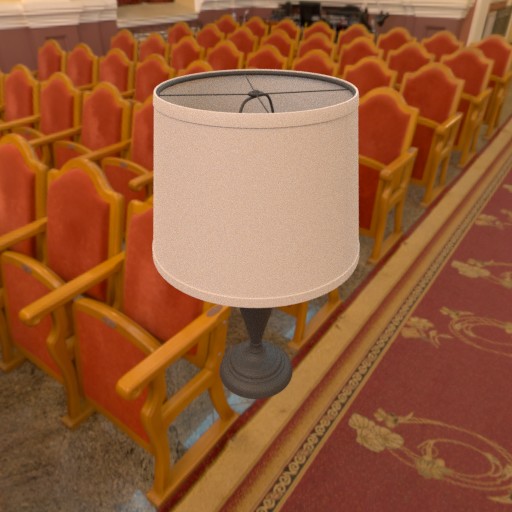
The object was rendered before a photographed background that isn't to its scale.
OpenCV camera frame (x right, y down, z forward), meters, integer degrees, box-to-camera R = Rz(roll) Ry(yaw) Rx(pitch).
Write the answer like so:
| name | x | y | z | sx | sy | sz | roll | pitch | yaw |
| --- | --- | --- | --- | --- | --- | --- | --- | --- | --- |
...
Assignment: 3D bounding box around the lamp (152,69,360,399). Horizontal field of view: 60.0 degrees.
| name | x | y | z | sx | sy | sz | roll | pitch | yaw |
| --- | --- | --- | --- | --- | --- | --- | --- | --- | --- |
| lamp | 0.000 | 0.000 | 0.690 | 0.310 | 0.501 | 0.310 | 0 | 32 | 0 |
